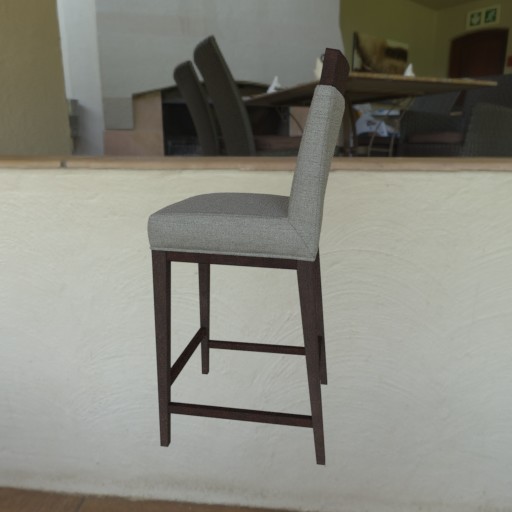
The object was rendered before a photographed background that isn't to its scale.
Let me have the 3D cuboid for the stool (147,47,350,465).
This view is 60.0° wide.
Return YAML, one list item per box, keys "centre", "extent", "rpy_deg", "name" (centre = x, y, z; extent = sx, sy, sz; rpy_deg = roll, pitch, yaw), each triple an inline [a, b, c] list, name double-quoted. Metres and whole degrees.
- centre: [0.000, 0.000, 1.415]
  extent: [0.531, 1.117, 0.511]
  rpy_deg: [2, 14, 9]
  name: "stool"
